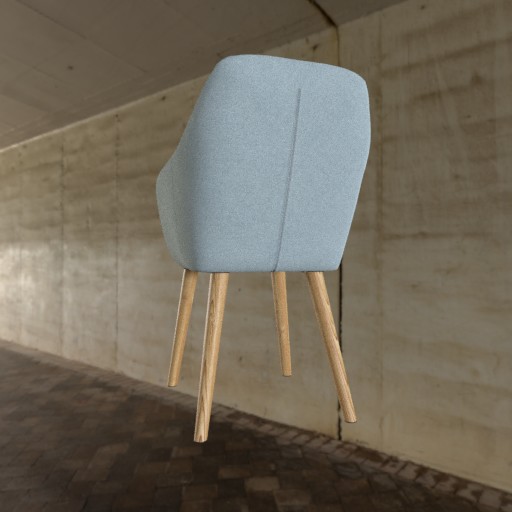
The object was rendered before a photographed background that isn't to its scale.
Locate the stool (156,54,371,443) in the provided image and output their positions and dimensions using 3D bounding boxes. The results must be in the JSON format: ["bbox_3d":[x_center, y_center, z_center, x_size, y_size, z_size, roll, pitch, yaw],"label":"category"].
[{"bbox_3d":[0.000,0.000,1.208,0.503,0.830,0.590,0,0,-18],"label":"stool"}]
